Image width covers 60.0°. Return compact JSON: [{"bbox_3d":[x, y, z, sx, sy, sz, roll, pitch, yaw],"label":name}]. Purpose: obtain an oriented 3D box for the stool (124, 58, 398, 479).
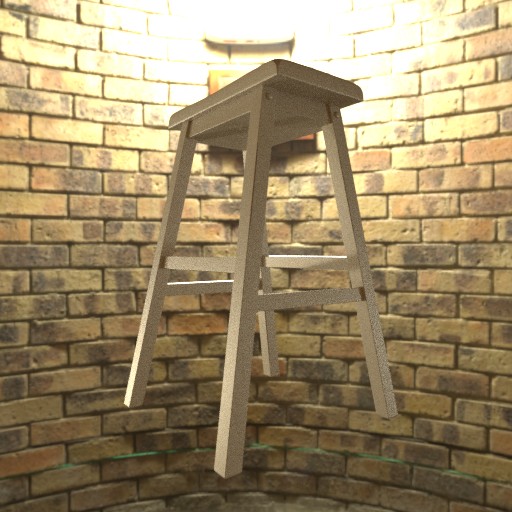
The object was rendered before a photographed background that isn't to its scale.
[{"bbox_3d":[0.000,0.000,1.059,0.476,0.737,0.457,0,1,-37],"label":"stool"}]
